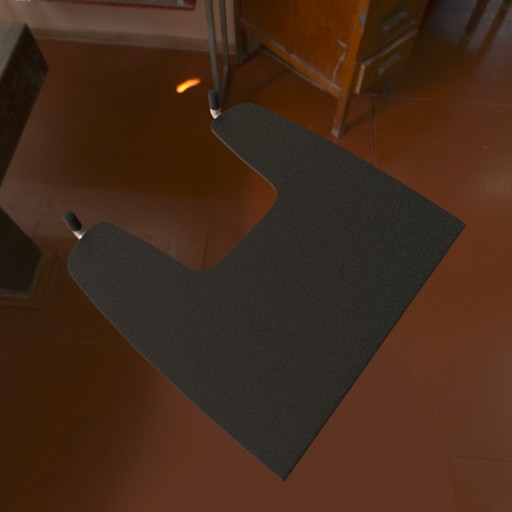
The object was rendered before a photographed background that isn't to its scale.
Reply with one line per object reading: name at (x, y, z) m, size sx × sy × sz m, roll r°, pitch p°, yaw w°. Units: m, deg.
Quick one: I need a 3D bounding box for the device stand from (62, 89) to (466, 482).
device stand at (0.000, 0.000, 0.354) m, size 0.230 × 0.092 × 0.230 m, roll 36°, pitch 69°, yaw 16°
